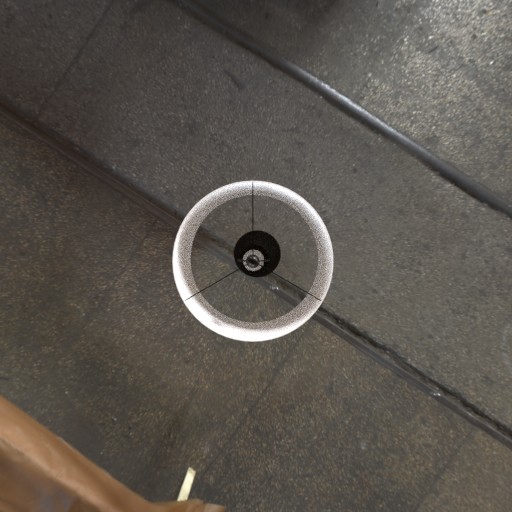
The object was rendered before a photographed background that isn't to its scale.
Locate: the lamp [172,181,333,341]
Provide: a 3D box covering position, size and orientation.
[{"bbox_3d":[0.000,0.000,1.823,0.377,1.599,0.377,0,91,1],"label":"lamp"}]
